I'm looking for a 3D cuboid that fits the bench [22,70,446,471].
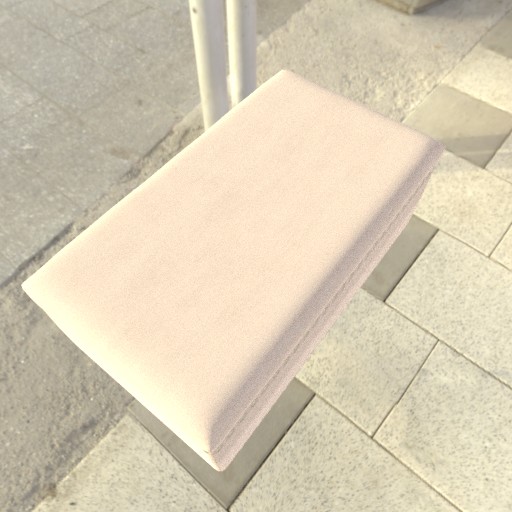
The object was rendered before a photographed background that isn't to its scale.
[{"bbox_3d":[0.000,0.000,1.144,0.500,0.449,0.887,33,63,19],"label":"bench"}]
